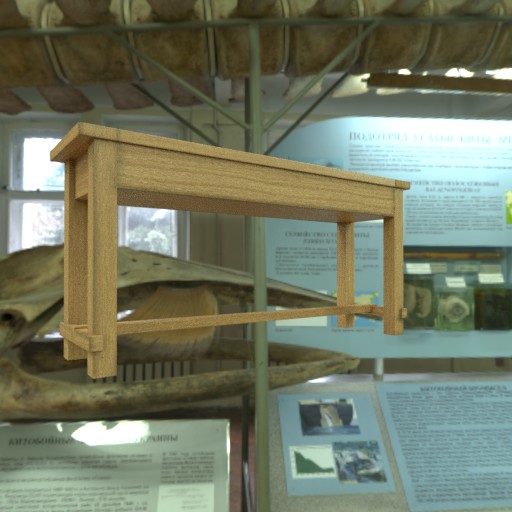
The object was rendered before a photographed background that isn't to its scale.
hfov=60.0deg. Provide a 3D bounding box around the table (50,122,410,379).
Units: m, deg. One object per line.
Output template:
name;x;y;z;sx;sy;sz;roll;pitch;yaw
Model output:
table;0.000;0.000;1.936;1.599;0.762;0.442;1;-2;-36
